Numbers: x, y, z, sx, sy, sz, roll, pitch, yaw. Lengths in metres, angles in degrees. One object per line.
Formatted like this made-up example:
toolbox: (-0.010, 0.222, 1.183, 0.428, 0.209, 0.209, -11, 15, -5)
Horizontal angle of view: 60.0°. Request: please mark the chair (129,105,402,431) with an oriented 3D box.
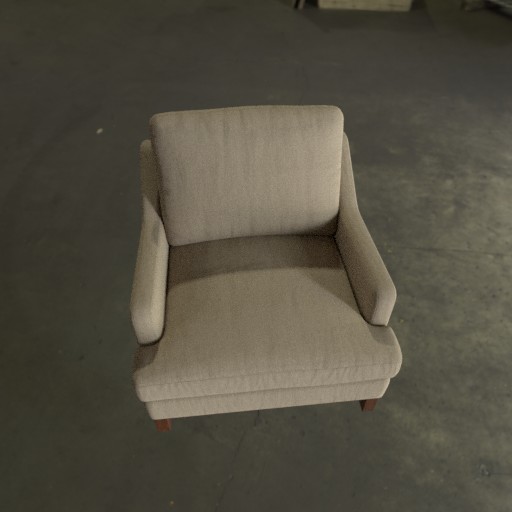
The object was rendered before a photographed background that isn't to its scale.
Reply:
chair: (0.000, 0.000, 1.744, 0.912, 0.916, 1.001, -4, 45, -4)
